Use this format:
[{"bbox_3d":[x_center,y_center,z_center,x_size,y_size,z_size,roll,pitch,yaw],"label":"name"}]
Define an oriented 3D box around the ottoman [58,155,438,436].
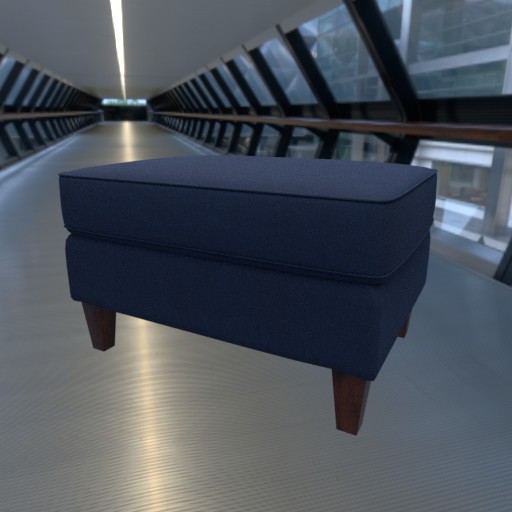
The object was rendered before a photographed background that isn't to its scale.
[{"bbox_3d":[0.000,0.000,1.384,0.965,0.584,0.686,9,19,27],"label":"ottoman"}]
